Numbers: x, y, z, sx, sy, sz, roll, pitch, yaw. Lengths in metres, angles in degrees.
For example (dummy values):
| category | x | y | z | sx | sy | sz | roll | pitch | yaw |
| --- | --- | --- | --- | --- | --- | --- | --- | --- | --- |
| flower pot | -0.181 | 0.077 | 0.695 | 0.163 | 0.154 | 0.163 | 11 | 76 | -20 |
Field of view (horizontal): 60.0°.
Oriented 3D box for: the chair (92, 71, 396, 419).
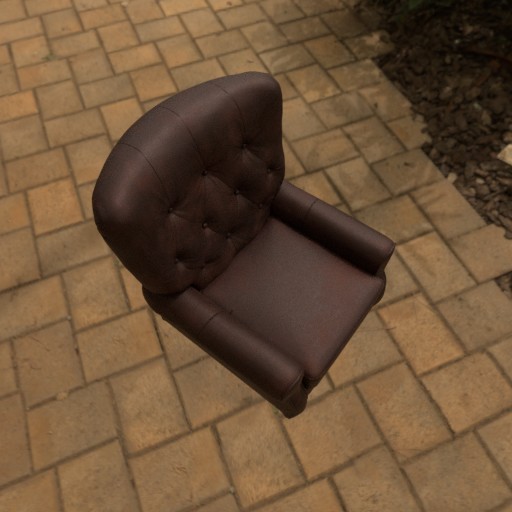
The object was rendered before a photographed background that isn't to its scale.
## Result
| category | x | y | z | sx | sy | sz | roll | pitch | yaw |
| --- | --- | --- | --- | --- | --- | --- | --- | --- | --- |
| chair | 0.000 | 0.000 | 1.957 | 1.058 | 1.158 | 0.948 | 34 | 65 | 18 |
